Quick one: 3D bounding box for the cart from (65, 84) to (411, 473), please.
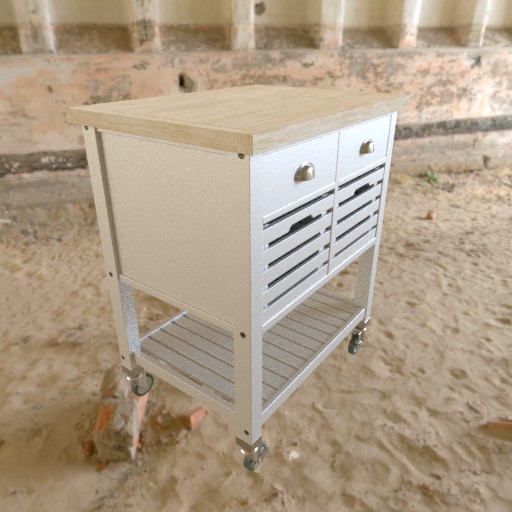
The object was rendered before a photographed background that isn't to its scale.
[{"bbox_3d":[0.000,0.000,1.373,0.559,0.914,0.762,18,31,33],"label":"cart"}]
